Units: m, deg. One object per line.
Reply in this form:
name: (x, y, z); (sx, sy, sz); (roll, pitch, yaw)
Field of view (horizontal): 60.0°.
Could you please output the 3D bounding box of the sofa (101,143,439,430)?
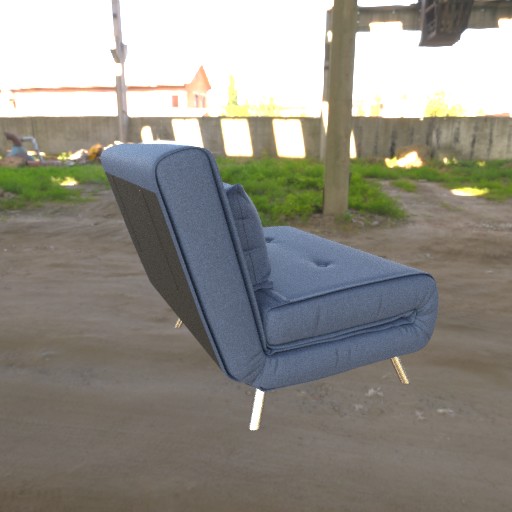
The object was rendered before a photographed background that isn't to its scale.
sofa: (0.000, 0.000, 1.750); (0.996, 0.860, 0.999); (-7, 16, -25)
